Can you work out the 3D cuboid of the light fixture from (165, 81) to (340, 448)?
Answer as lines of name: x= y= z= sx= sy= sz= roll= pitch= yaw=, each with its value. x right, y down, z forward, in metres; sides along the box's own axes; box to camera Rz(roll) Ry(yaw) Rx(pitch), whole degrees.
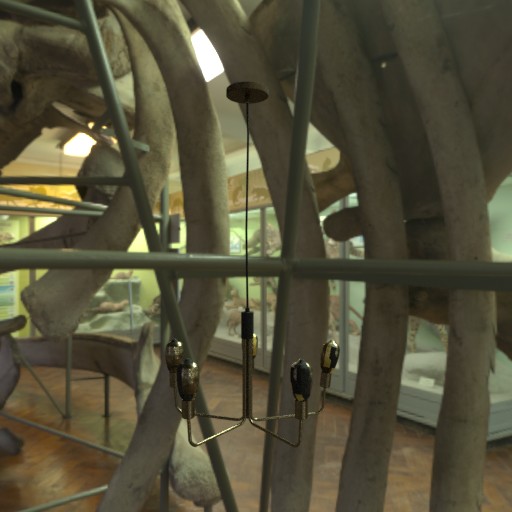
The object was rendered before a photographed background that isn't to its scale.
light fixture: x=0.000 y=0.000 z=1.397 sx=0.588 sy=1.059 sz=0.532 roll=0 pitch=-1 yaw=-35
